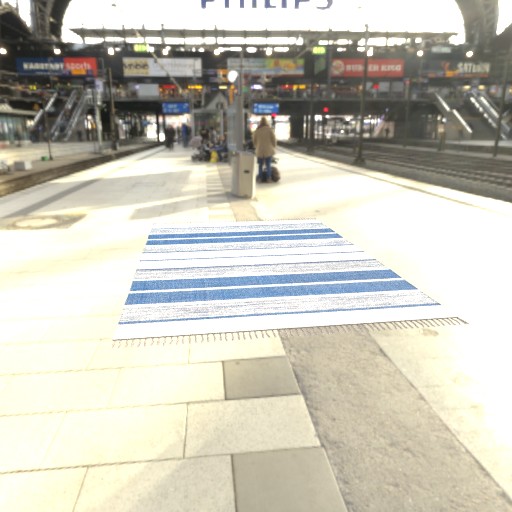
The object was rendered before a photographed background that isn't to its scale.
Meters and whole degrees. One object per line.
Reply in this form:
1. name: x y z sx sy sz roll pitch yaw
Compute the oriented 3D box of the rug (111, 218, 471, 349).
1. rug: 0.000 0.000 2.990 1.532 0.010 2.441 -2 16 -8
